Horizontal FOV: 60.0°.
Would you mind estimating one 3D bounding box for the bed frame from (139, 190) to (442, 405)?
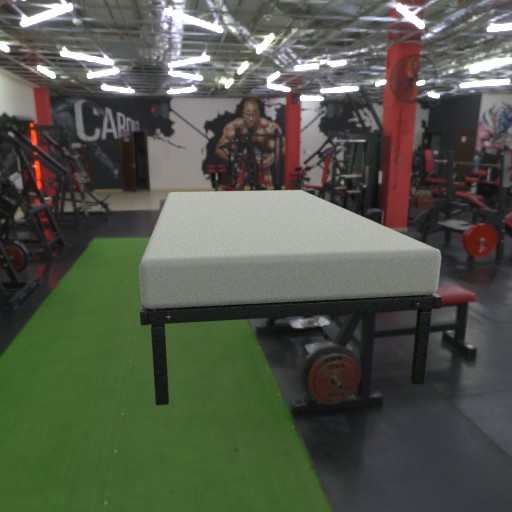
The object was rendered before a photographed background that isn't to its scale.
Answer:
[{"bbox_3d":[0.000,0.000,3.262,1.393,0.680,2.635,-2,15,-8],"label":"bed frame"}]
